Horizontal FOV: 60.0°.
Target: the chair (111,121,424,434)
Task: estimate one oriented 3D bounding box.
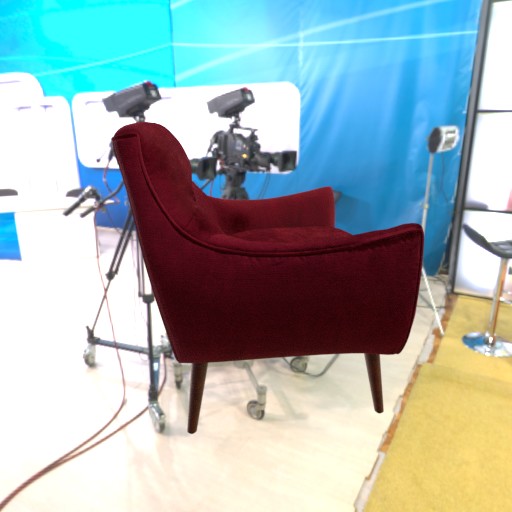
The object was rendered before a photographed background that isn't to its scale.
[{"bbox_3d":[0.000,0.000,1.446,0.787,0.838,0.762,-3,17,-9],"label":"chair"}]
